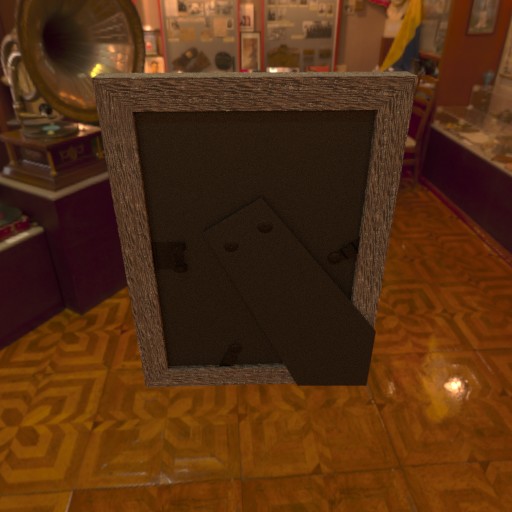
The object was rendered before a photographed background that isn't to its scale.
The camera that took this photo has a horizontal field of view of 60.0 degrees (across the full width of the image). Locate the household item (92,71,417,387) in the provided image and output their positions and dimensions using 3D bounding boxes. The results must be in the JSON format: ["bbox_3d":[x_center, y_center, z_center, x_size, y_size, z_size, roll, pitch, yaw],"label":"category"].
[{"bbox_3d":[0.000,0.000,0.275,0.160,0.210,0.020,-1,30,-2],"label":"household item"}]
